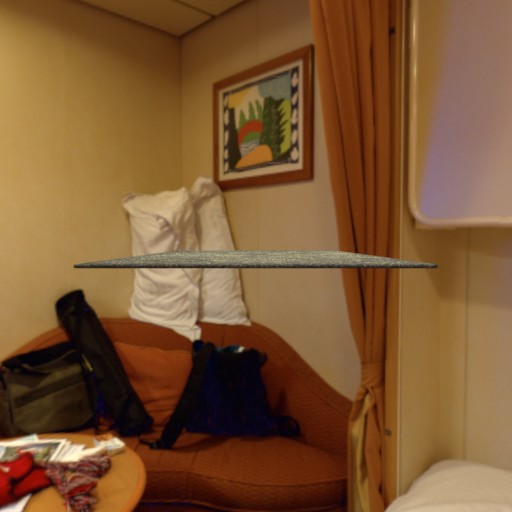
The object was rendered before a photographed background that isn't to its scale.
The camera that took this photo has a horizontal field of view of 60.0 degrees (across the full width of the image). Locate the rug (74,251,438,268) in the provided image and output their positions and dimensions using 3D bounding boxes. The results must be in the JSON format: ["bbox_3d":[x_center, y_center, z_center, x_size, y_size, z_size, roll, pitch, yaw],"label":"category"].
[{"bbox_3d":[0.000,0.000,2.954,1.478,0.017,2.330,0,2,0],"label":"rug"}]
